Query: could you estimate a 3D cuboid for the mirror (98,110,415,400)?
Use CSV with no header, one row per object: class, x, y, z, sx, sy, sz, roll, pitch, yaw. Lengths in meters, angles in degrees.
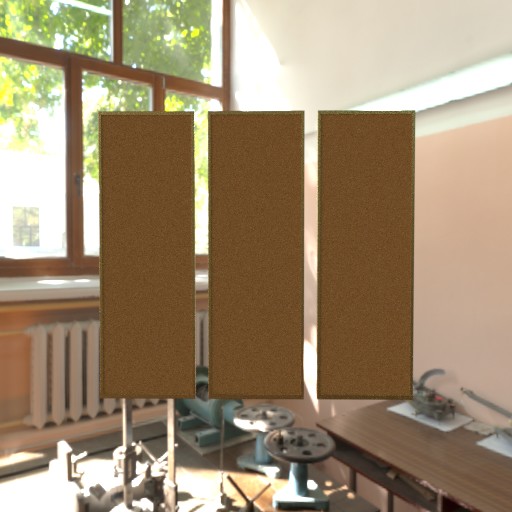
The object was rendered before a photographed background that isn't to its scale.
mirror,0.000,0.000,1.435,1.011,0.926,0.023,0,1,1
